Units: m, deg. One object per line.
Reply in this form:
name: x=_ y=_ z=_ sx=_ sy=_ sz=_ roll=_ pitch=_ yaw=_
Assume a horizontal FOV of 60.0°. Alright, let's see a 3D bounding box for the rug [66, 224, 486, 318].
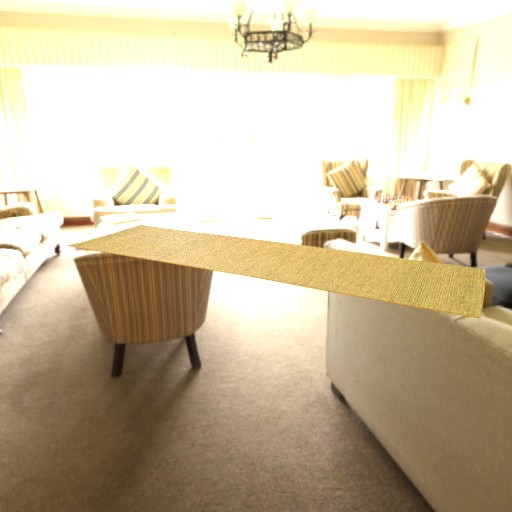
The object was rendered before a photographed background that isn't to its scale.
rug: x=0.000 y=0.000 z=2.529 sx=2.340 sy=0.013 sz=0.686 roll=9 pitch=18 yaw=27
